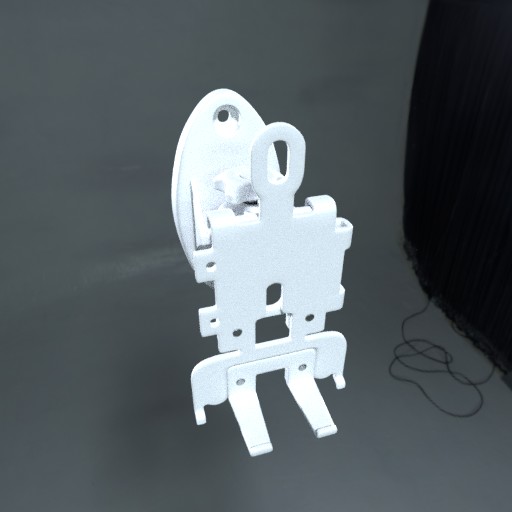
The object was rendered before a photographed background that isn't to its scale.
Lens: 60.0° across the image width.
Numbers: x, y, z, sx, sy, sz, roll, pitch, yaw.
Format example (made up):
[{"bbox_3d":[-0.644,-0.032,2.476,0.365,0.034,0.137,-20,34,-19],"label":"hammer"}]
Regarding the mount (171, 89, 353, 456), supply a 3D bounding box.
[{"bbox_3d":[0.000,0.000,0.177,0.066,0.118,0.100,-9,34,-14],"label":"mount"}]
